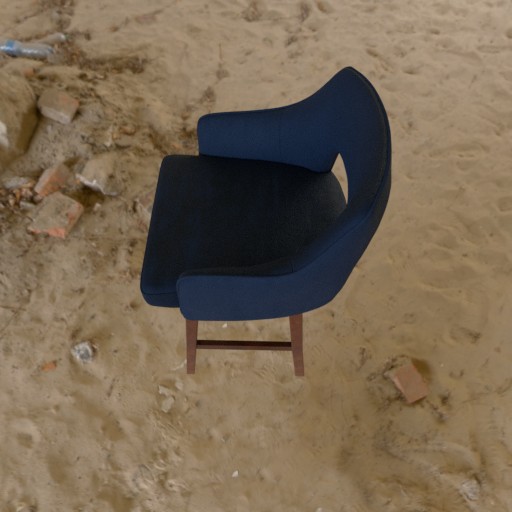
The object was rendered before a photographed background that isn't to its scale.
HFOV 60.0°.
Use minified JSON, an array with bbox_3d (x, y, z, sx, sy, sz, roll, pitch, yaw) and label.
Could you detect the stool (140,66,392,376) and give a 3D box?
[{"bbox_3d":[0.000,0.000,1.337,0.560,1.041,0.550,1,59,1],"label":"stool"}]
